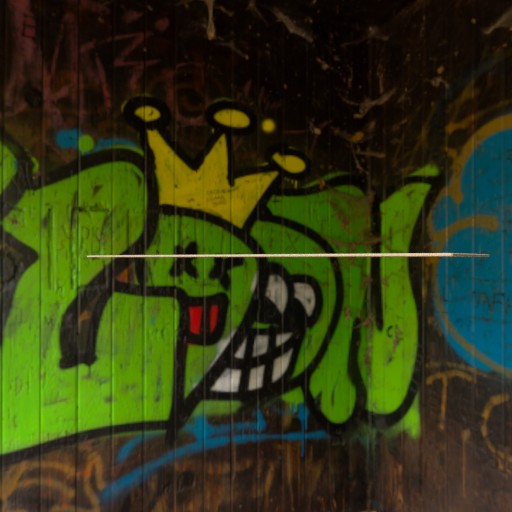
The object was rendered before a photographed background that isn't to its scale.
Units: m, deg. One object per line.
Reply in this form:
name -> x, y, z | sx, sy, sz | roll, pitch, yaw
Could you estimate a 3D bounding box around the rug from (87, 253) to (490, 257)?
rug -> 0.000, 0.000, 2.715 | 2.448, 0.012, 0.769 | 0, 0, 37
